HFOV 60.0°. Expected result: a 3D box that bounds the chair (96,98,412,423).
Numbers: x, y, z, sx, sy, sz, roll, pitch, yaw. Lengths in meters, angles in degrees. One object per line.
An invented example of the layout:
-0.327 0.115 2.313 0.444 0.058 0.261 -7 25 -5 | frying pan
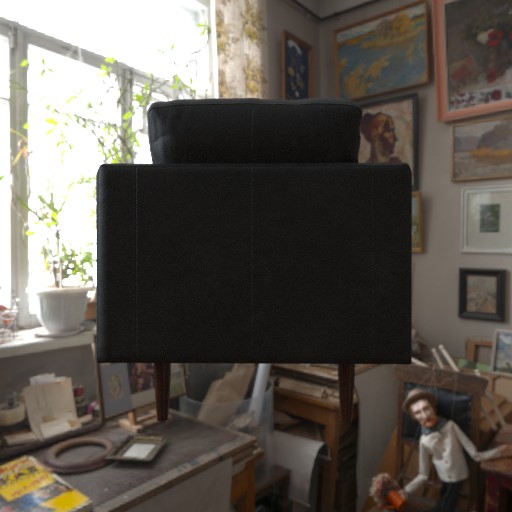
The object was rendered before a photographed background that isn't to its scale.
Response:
0.000 0.000 1.563 0.831 0.898 0.879 0 1 1 | chair
